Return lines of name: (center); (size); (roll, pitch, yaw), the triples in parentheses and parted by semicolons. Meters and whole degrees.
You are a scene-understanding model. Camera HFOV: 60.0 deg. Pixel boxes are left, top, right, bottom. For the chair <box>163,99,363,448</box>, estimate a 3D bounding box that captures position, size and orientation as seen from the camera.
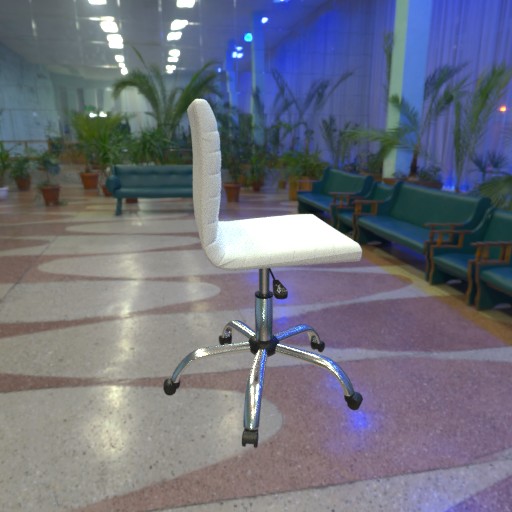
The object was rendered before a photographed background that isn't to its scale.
chair: (0.000, 0.000, 1.189); (0.530, 0.780, 0.556); (-3, 17, -10)
